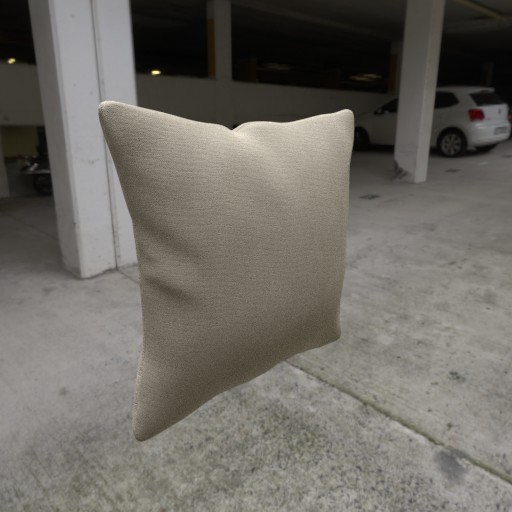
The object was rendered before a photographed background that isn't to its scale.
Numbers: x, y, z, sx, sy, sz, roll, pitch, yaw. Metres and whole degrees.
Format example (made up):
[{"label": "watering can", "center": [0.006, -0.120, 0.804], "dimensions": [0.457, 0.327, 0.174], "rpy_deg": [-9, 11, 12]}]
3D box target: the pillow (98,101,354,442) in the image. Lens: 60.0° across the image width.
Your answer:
[{"label": "pillow", "center": [0.000, 0.000, 0.653], "dimensions": [0.437, 0.420, 0.162], "rpy_deg": [-15, 22, -41]}]
